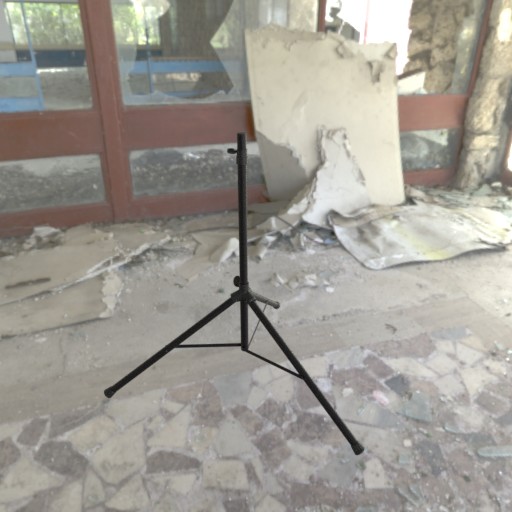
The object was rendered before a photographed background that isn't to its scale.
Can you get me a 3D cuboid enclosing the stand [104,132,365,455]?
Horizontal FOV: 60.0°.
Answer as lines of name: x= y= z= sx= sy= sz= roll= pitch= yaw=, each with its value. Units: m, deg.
stand: x=0.000 y=0.000 z=2.775 sx=1.596 sy=1.595 sz=1.339 roll=8 pitch=28 yaw=15
